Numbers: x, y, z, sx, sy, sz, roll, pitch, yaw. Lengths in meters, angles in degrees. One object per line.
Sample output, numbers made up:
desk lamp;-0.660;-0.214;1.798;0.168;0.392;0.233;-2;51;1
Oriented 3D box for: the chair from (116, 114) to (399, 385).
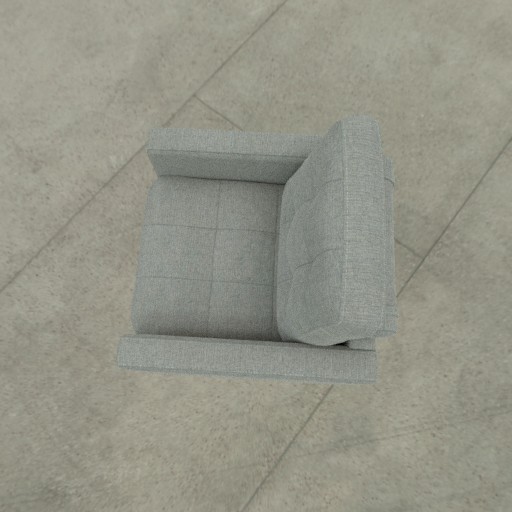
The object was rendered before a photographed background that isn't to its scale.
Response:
chair;0.000;0.000;1.537;0.843;0.880;0.821;3;74;1
